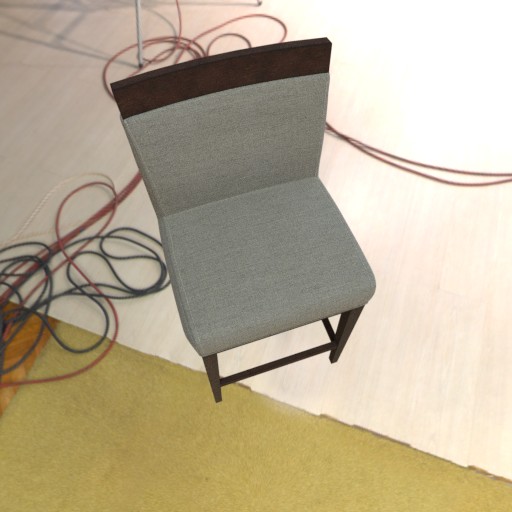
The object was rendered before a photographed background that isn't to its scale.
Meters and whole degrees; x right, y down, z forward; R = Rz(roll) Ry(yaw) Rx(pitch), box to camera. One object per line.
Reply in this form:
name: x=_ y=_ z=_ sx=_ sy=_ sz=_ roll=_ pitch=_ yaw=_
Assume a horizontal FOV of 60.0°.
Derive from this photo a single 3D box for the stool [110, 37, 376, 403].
stool: x=0.000 y=0.000 z=1.316 sx=0.512 sy=1.009 sz=0.531 roll=-16 pitch=62 yaw=-9
